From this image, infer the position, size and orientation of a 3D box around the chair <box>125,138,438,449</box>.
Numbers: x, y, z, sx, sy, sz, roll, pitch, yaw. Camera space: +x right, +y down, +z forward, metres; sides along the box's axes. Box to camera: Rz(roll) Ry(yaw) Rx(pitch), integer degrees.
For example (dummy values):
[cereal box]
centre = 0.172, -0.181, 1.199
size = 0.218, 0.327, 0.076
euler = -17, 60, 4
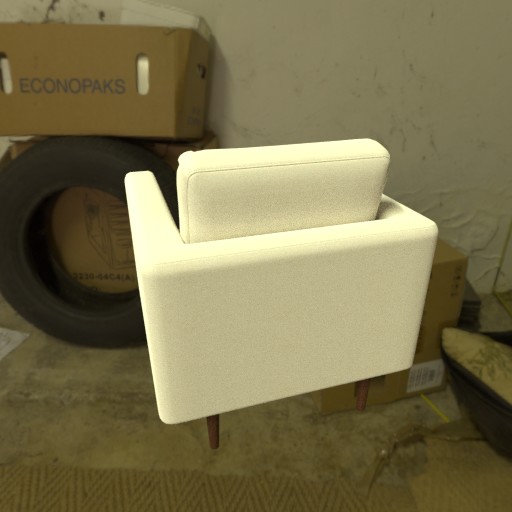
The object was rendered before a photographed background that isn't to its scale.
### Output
[chair]
centre = 0.000, 0.000, 1.595
size = 0.831, 0.899, 0.879
euler = -8, 27, -16
